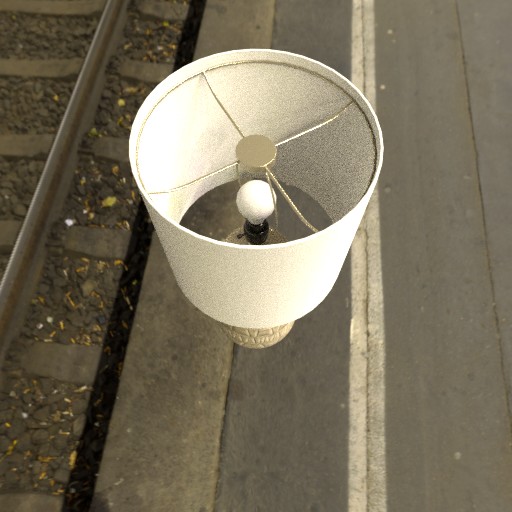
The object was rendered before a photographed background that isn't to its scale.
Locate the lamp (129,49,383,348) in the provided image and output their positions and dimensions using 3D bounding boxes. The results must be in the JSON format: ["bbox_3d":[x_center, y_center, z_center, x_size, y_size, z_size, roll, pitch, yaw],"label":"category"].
[{"bbox_3d":[0.000,0.000,0.574,0.211,0.455,0.211,-14,65,-7],"label":"lamp"}]
